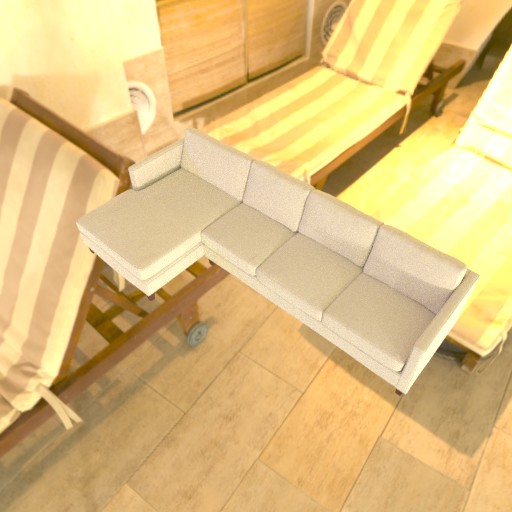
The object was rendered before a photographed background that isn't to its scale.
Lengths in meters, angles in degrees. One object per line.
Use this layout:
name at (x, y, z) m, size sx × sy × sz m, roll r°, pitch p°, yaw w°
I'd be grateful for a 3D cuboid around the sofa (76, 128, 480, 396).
sofa at (0.000, 0.000, 3.874) m, size 3.186 × 0.846 × 1.625 m, roll 33°, pitch 54°, yaw 27°
